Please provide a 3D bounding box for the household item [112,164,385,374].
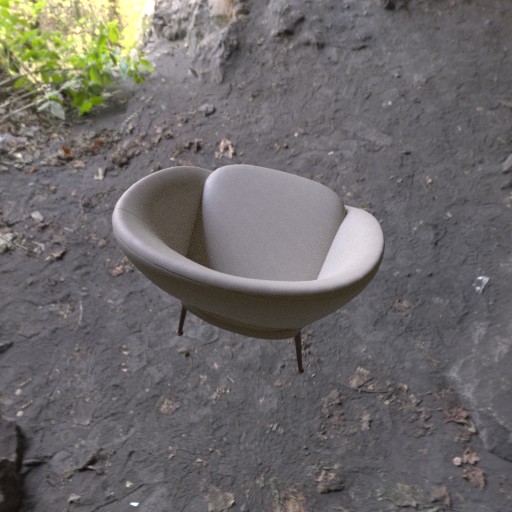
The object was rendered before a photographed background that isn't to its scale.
[{"bbox_3d":[0.000,0.000,1.257,0.623,0.852,0.573,16,65,8],"label":"household item"}]
